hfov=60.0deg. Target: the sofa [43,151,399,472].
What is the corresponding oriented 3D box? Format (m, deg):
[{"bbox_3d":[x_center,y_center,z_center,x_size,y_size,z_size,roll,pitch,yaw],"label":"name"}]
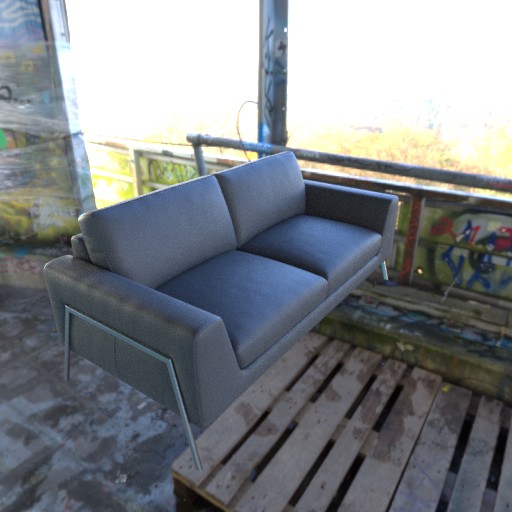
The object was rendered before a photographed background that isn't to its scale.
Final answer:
[{"bbox_3d":[0.000,0.000,2.547,0.953,0.875,2.017,17,29,32],"label":"sofa"}]
